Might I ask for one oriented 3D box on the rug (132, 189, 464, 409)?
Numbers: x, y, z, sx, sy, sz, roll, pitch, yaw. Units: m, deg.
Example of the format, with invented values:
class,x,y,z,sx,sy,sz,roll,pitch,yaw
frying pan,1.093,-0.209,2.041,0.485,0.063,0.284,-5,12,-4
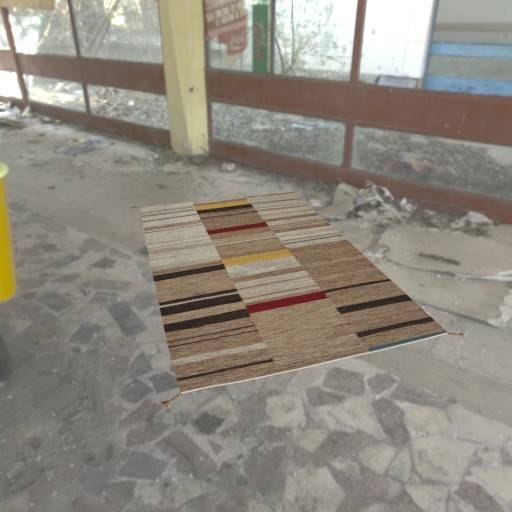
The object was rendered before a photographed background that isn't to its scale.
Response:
class,x,y,z,sx,sy,sz,roll,pitch,yaw
rug,0.000,0.000,2.479,1.268,0.007,1.918,-8,30,-15
